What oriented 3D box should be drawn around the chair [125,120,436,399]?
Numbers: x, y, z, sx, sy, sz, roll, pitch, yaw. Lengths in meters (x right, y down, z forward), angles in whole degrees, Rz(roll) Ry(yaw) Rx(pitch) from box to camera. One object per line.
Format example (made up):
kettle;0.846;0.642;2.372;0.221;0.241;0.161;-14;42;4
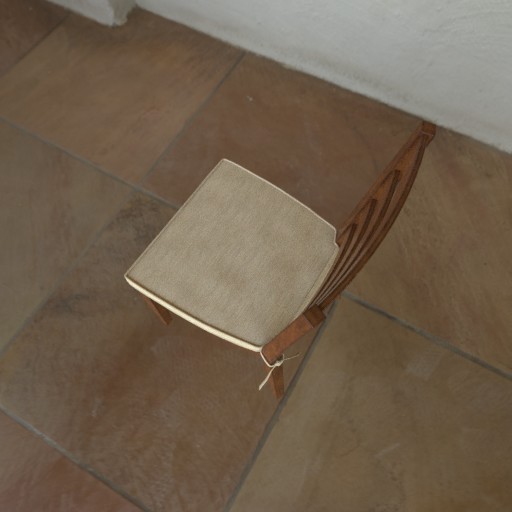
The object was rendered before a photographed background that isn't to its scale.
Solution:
chair;0.000;0.000;1.306;0.595;0.979;0.593;30;68;13
